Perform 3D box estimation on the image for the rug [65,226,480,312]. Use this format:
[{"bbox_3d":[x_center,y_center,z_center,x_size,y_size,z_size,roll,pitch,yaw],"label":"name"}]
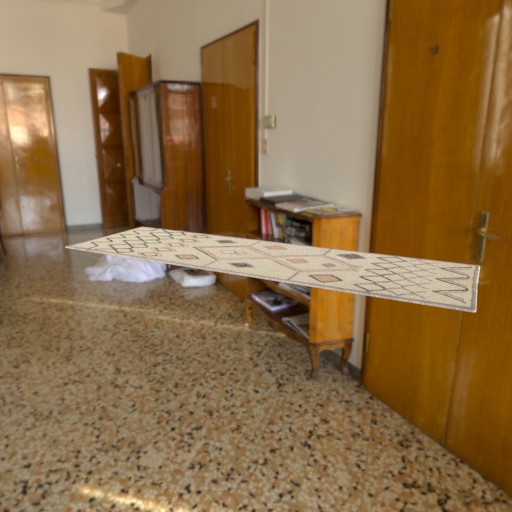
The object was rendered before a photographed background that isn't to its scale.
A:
[{"bbox_3d":[0.000,0.000,2.696,2.435,0.011,0.750,8,17,26],"label":"rug"}]
